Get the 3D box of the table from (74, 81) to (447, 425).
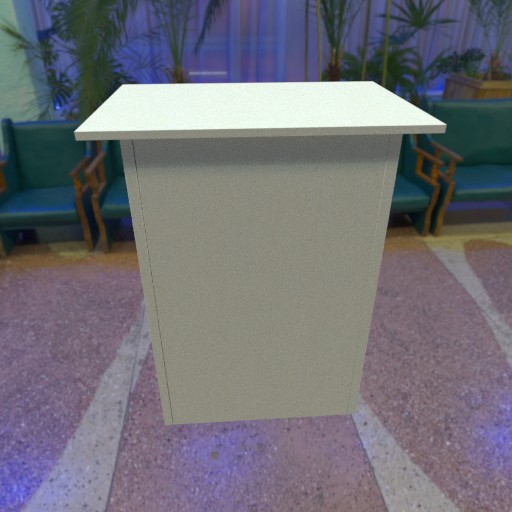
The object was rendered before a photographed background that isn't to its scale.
[{"bbox_3d":[0.000,0.000,1.055,0.589,0.711,0.406,-2,31,-4],"label":"table"}]
